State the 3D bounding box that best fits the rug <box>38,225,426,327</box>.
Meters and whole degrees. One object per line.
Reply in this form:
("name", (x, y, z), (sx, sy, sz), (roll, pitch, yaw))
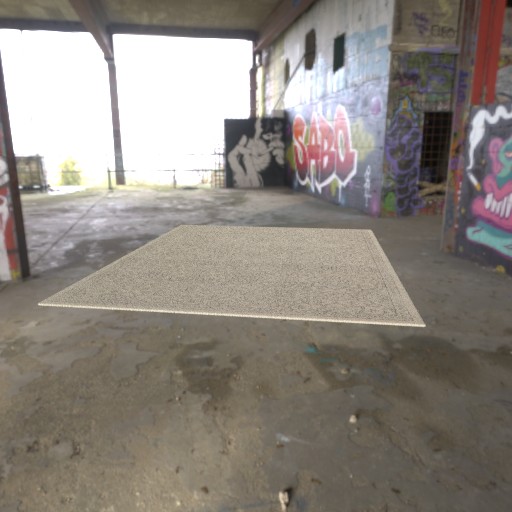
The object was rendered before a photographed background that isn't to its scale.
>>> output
("rug", (0.000, 0.000, 4.192), (2.441, 0.015, 3.050), (2, 14, 8))
